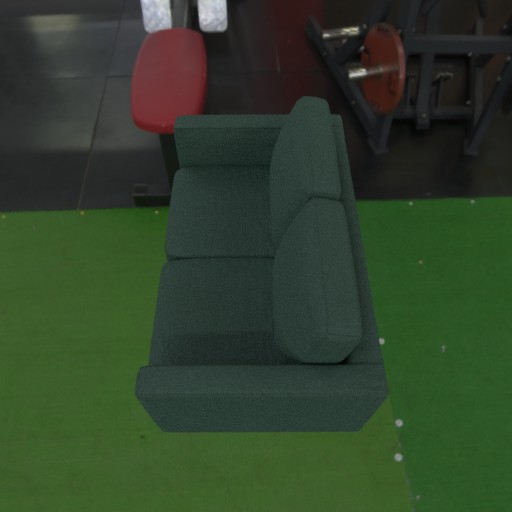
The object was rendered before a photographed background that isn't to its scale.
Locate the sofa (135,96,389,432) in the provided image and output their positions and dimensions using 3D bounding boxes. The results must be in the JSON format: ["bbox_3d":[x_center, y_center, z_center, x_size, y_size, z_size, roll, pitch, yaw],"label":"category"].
[{"bbox_3d":[0.000,0.000,2.052,0.879,0.899,1.430,0,56,0],"label":"sofa"}]
